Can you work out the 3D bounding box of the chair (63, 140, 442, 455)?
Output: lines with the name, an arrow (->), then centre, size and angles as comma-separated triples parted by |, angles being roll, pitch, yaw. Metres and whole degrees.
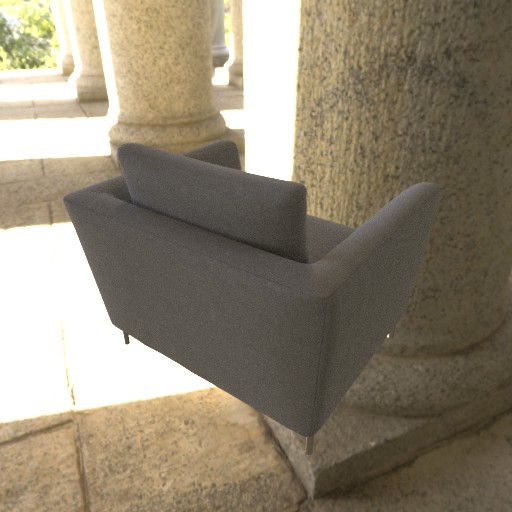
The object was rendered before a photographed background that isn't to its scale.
chair -> 0.000, 0.000, 1.666 | 1.041, 0.864, 0.889 | 20, 36, 31
